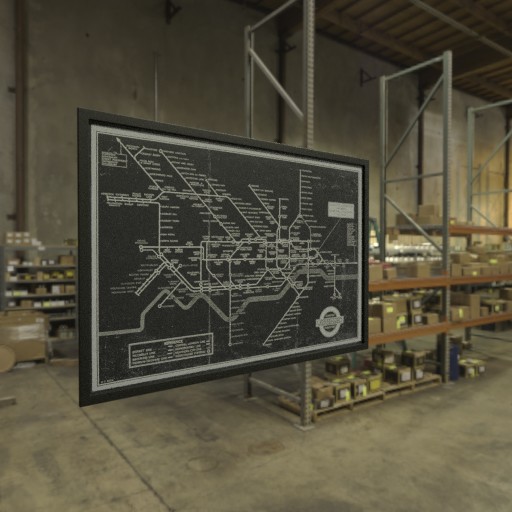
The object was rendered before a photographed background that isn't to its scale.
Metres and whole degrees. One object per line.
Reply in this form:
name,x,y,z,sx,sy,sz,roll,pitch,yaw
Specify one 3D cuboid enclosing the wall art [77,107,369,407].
wall art,0.000,0.000,1.551,1.192,0.811,0.013,-1,1,-36
